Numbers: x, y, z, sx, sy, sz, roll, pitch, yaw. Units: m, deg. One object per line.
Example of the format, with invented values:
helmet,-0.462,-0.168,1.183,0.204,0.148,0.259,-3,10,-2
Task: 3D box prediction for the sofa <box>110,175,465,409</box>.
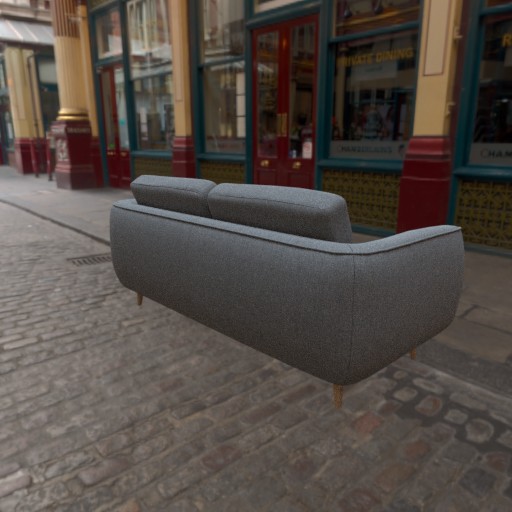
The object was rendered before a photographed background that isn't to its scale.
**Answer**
sofa,0.000,0.000,2.495,0.920,0.870,2.000,-13,19,-42
